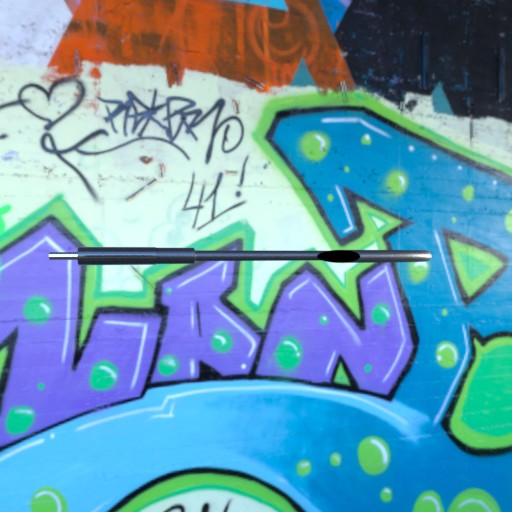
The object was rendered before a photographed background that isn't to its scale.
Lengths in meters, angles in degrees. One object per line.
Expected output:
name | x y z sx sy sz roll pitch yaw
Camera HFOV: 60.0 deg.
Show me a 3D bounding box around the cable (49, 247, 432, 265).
cable | 0.000 0.000 0.112 0.098 0.006 0.040 0 0 -17
